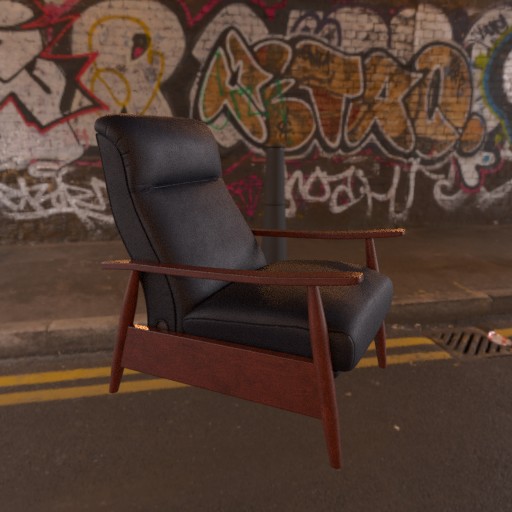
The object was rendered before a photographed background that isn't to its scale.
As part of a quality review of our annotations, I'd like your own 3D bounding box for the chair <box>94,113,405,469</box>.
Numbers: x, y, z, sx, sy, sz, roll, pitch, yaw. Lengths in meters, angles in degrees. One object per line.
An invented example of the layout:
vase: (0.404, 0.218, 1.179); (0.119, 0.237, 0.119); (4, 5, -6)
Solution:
chair: (0.000, 0.000, 1.759); (1.014, 1.082, 0.762); (7, 16, 26)
